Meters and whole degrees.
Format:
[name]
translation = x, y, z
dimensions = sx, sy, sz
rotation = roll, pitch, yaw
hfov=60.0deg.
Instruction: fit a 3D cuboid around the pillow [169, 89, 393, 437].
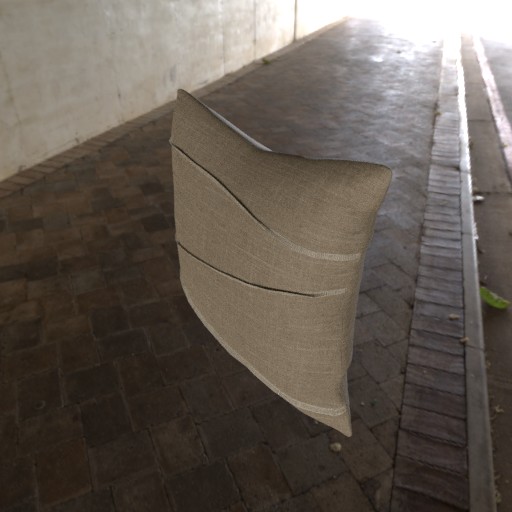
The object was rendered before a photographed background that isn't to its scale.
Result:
[pillow]
translation = 0.000, 0.000, 0.651
dimensions = 0.169, 0.400, 0.424
rotation = -22, 39, -30
